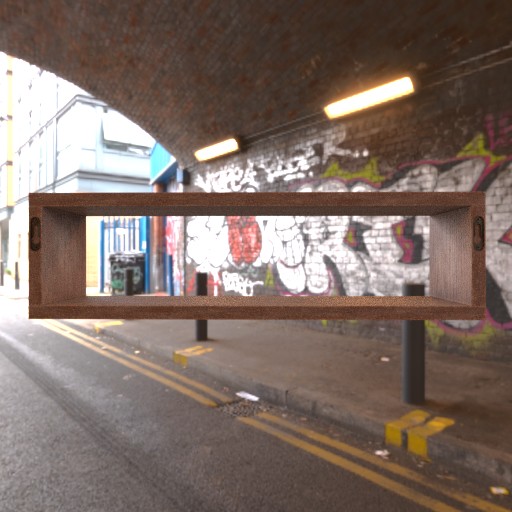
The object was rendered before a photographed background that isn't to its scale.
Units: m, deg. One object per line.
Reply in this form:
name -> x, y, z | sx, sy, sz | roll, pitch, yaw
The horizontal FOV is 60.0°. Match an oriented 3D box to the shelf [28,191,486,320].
shelf -> 0.000, 0.000, 0.665 | 0.610, 0.170, 0.150 | 0, 0, 1
